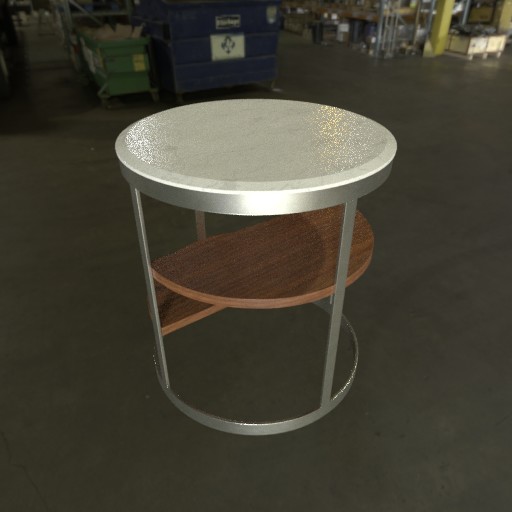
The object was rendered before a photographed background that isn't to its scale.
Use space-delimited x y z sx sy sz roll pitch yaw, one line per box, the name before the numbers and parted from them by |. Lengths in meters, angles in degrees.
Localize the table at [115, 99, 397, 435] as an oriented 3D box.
table | 0.000 0.000 0.781 0.407 0.447 0.407 0 33 0
